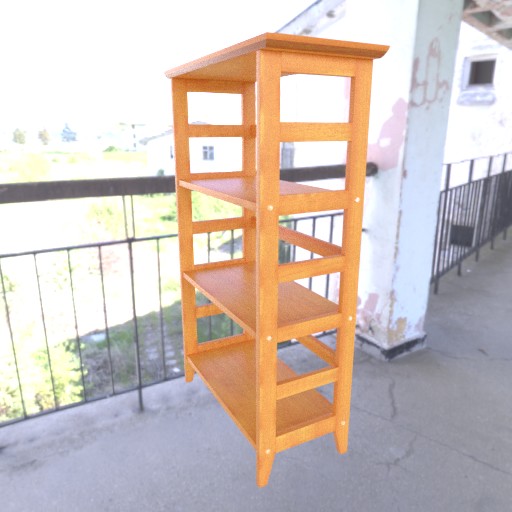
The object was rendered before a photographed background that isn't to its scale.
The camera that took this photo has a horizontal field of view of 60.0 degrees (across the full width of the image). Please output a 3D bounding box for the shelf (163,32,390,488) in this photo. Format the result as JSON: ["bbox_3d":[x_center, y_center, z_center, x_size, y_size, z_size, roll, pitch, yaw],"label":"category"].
[{"bbox_3d":[0.000,0.000,1.312,0.305,1.067,0.660,-8,18,-27],"label":"shelf"}]
